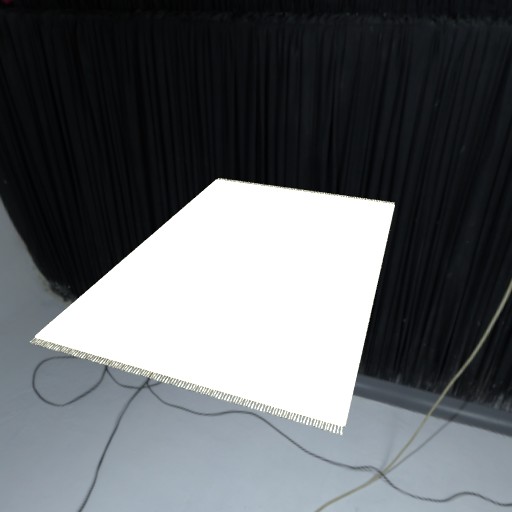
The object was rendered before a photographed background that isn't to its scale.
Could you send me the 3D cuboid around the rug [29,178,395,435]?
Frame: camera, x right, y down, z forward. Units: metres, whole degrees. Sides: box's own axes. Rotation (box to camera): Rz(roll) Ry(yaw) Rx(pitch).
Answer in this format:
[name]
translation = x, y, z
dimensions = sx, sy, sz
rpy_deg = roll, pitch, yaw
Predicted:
[rug]
translation = 0.000, 0.000, 2.802
dimensions = 1.514, 0.011, 2.233
rpy_deg = 11, 33, 17
